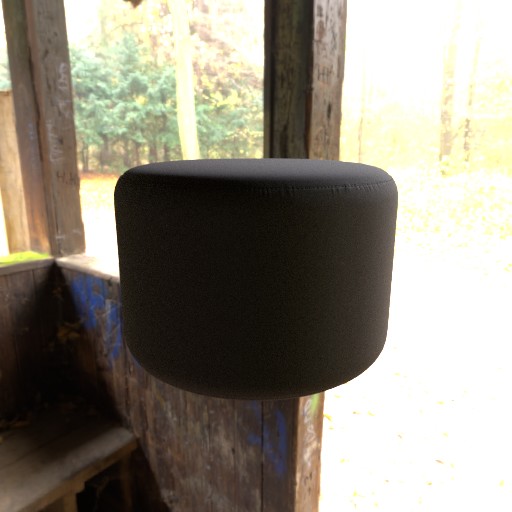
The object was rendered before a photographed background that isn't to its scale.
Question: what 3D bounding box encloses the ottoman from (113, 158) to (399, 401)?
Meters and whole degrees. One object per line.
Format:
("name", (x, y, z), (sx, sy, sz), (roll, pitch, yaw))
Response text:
("ottoman", (0.000, 0.000, 1.024), (0.608, 0.433, 0.608), (0, 14, 0))
